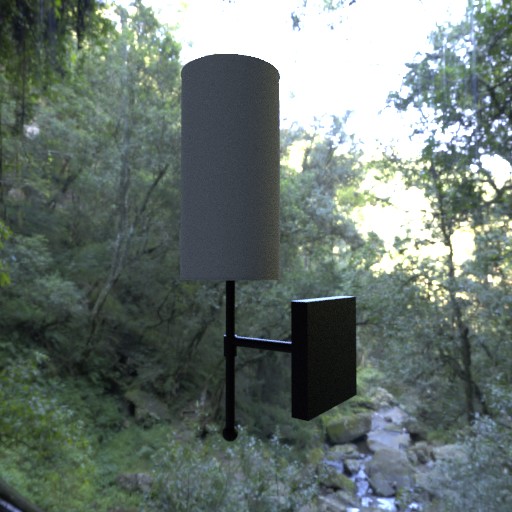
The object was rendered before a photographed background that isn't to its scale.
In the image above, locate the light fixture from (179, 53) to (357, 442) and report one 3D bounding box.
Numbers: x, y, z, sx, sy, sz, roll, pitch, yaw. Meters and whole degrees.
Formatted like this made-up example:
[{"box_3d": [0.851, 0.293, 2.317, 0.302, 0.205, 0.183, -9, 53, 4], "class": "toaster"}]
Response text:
[{"box_3d": [0.000, 0.000, 0.539, 0.208, 0.462, 0.128, -2, -3, 36], "class": "light fixture"}]
